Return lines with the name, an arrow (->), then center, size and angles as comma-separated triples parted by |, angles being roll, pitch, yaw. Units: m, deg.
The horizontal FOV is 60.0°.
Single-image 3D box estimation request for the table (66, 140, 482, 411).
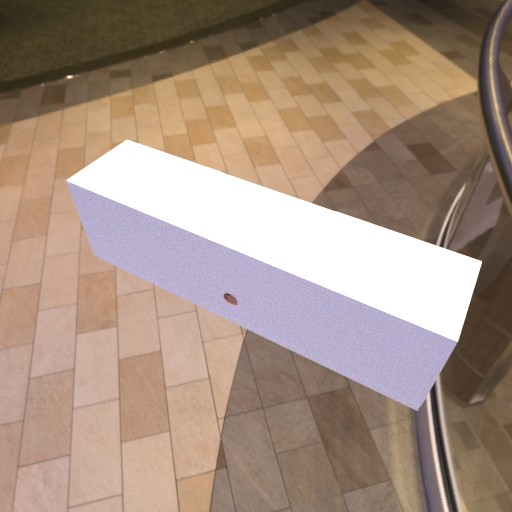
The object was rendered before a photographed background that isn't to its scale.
table -> 0.000, 0.000, 1.806 | 1.550, 0.440, 0.400 | 22, 49, 21
